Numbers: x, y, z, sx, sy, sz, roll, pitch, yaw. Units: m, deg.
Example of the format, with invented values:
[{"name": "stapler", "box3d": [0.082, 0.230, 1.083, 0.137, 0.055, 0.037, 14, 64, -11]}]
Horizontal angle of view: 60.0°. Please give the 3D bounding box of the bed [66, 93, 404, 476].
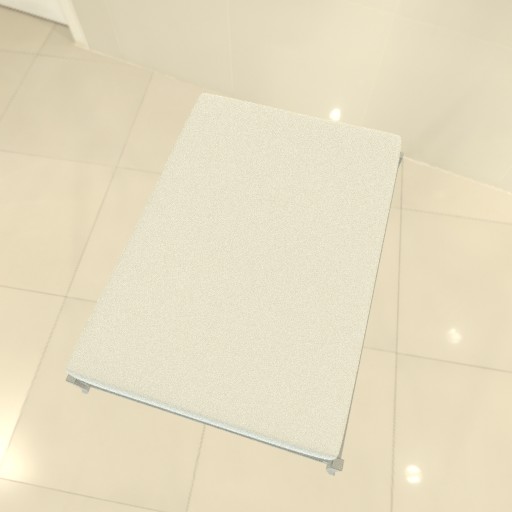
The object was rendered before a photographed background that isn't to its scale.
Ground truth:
[{"name": "bed", "box3d": [0.000, 0.000, 2.614, 1.460, 0.510, 1.985, 15, 64, 7]}]
